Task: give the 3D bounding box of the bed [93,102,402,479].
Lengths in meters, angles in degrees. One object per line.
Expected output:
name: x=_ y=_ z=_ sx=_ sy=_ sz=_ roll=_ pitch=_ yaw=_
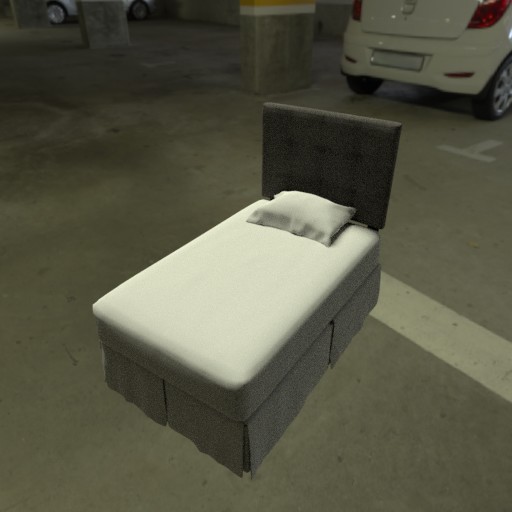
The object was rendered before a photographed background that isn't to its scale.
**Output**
bed: x=0.000 y=0.000 z=3.065 sx=1.261 sy=1.571 sz=1.997 roll=20 pitch=37 yaw=29
